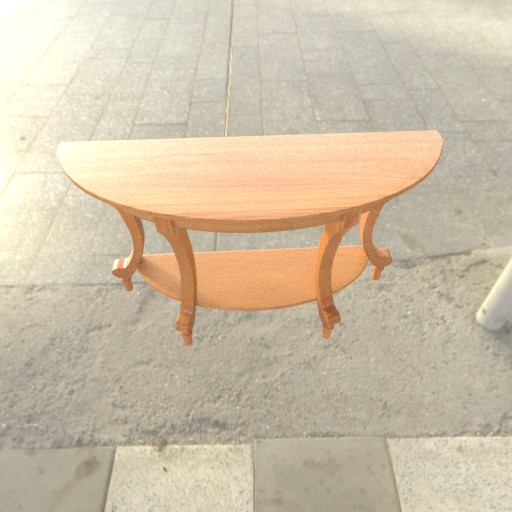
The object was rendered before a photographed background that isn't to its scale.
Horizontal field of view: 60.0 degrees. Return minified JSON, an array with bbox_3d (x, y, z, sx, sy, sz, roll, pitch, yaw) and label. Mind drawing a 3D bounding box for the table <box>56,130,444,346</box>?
[{"bbox_3d":[0.000,0.000,1.522,1.198,0.692,0.394,-2,47,-2],"label":"table"}]
